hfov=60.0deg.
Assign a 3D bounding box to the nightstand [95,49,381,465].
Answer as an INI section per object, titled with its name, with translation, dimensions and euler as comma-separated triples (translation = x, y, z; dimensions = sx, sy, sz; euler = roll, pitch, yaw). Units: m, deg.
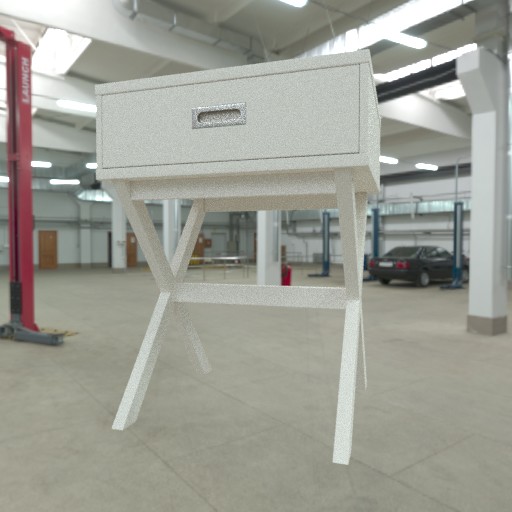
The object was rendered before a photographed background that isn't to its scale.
[nightstand]
translation = 0.000, 0.000, 0.922
dimensions = 0.479, 0.623, 0.402
euler = 1, 2, 18
